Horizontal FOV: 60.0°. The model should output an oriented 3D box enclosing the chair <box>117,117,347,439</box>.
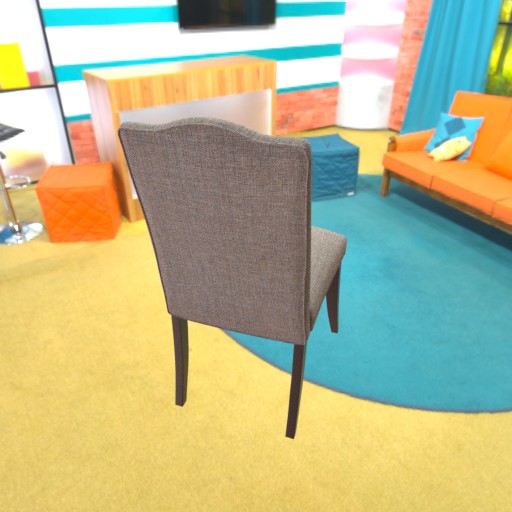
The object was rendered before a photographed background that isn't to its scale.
[{"bbox_3d":[0.000,0.000,1.417,0.513,1.016,0.660,10,33,16],"label":"chair"}]
